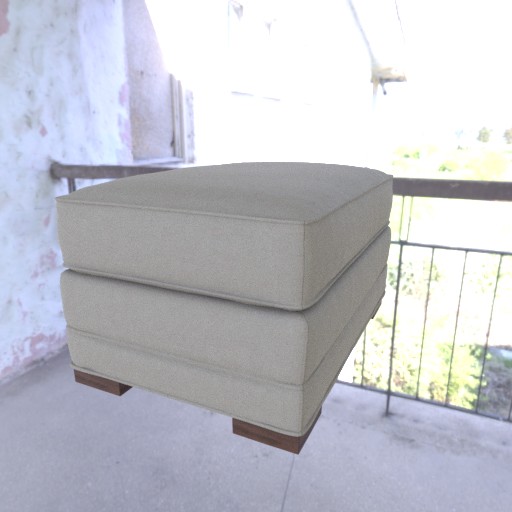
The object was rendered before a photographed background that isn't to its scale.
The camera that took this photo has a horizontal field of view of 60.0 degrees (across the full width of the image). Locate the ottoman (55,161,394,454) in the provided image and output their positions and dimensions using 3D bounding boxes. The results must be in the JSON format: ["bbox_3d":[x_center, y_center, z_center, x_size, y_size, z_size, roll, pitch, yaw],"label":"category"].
[{"bbox_3d":[0.000,0.000,1.219,0.611,0.482,0.848,8,18,25],"label":"ottoman"}]
